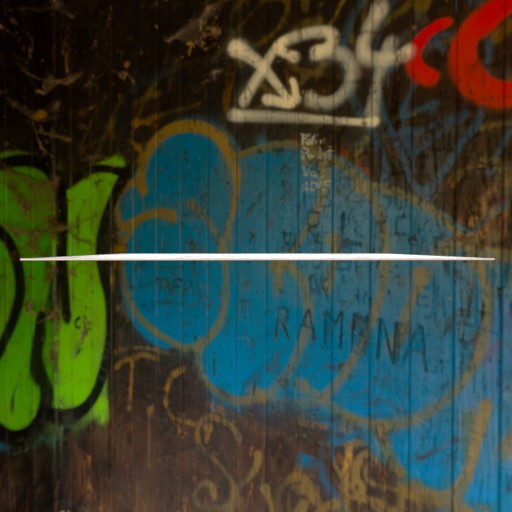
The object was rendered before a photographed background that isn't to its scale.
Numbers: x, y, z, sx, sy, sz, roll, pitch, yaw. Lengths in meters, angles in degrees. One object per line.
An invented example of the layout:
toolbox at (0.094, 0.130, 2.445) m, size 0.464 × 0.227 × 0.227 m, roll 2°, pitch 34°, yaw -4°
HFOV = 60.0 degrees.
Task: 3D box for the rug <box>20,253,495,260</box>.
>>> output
rug at (0.000, 0.000, 4.269) m, size 3.307 × 0.013 × 2.393 m, roll 0°, pitch 1°, yaw -2°
